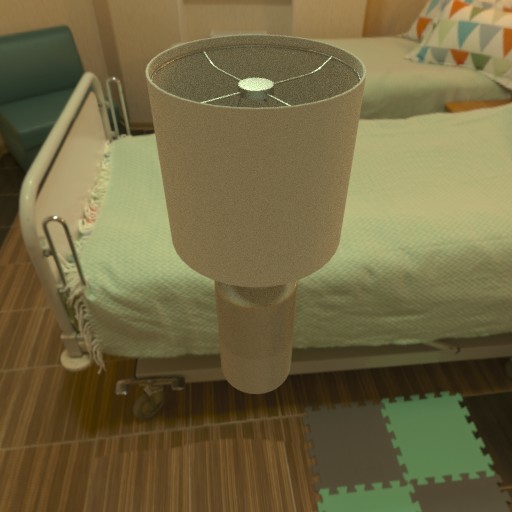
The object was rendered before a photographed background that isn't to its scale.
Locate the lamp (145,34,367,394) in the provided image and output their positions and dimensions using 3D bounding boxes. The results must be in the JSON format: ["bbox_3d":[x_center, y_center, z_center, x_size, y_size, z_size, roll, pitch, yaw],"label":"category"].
[{"bbox_3d":[0.000,0.000,0.592,0.212,0.493,0.212,-25,47,-26],"label":"lamp"}]
